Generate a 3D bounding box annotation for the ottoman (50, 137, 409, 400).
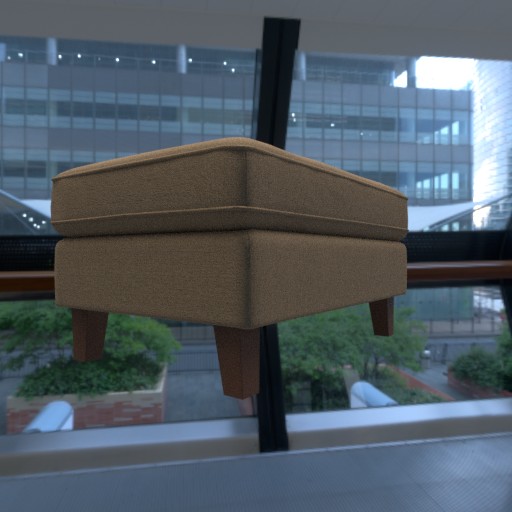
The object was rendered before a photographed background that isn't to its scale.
[{"bbox_3d":[0.000,0.000,1.295,0.636,0.521,0.945,0,0,36],"label":"ottoman"}]
